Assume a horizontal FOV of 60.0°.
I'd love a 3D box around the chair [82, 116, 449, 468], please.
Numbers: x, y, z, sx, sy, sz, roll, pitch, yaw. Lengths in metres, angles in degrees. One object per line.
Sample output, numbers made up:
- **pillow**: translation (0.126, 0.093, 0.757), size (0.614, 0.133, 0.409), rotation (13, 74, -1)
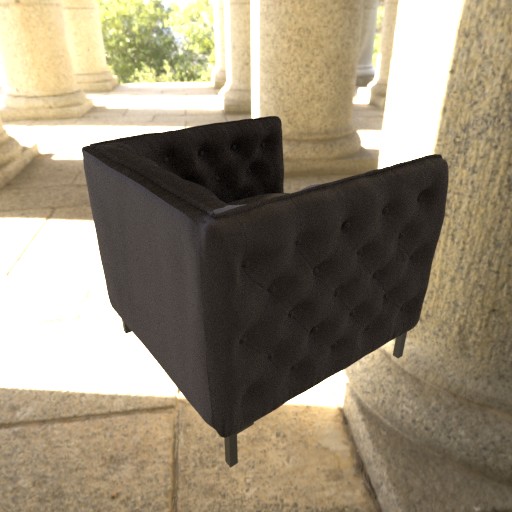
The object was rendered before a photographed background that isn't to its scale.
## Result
- **chair**: translation (0.000, 0.000, 1.635), size (0.913, 0.807, 0.946), rotation (-19, 34, -32)
